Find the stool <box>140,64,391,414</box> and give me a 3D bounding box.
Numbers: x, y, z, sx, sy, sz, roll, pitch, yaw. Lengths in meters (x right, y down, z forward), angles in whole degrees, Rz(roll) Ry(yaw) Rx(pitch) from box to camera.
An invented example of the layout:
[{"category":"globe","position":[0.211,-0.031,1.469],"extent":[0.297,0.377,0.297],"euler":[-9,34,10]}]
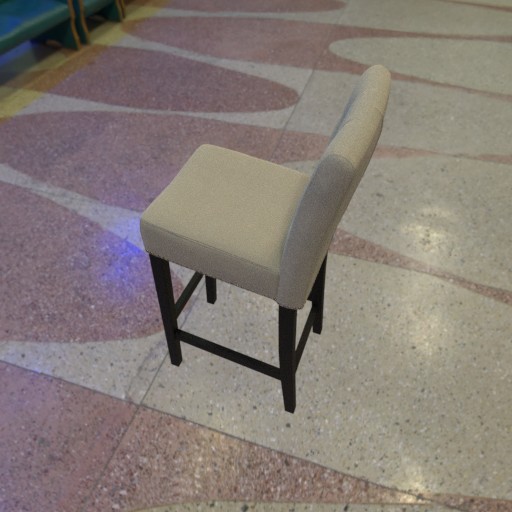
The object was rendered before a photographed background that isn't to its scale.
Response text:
[{"category":"stool","position":[0.000,0.000,1.311],"extent":[0.548,1.047,0.411],"euler":[15,48,14]}]
